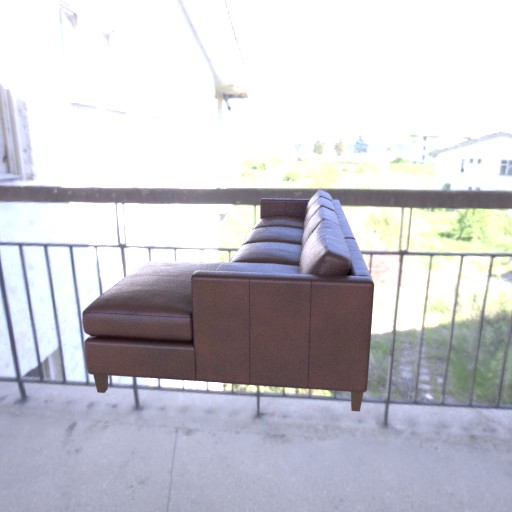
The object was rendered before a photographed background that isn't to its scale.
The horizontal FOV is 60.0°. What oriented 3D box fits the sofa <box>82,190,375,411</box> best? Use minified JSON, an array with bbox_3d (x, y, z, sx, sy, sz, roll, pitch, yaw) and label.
[{"bbox_3d":[0.000,0.000,3.873,1.581,0.883,3.203,2,15,7],"label":"sofa"}]
